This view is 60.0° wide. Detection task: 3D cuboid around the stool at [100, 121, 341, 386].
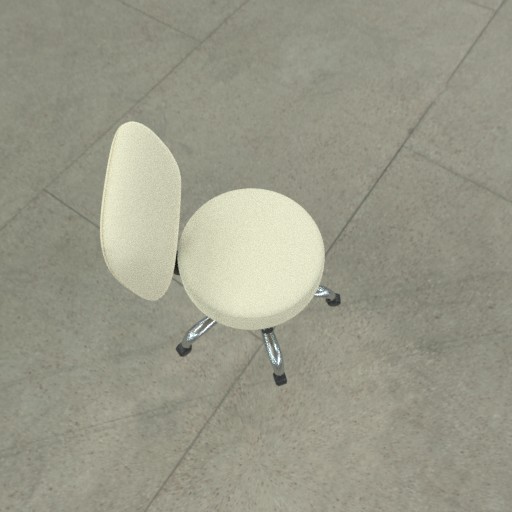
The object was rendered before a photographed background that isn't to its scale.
[{"bbox_3d":[0.000,0.000,1.270,0.616,0.810,0.609,0,65,0],"label":"stool"}]
